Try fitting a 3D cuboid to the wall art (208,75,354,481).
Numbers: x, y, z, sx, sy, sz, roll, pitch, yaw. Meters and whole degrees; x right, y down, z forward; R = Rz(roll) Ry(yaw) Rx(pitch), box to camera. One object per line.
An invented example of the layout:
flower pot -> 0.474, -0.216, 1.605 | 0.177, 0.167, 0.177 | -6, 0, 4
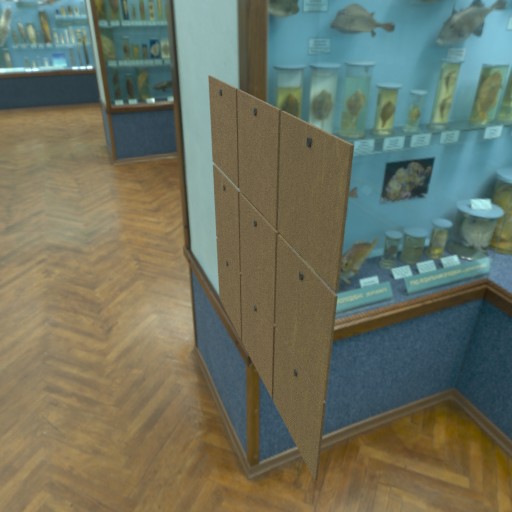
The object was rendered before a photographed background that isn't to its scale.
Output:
wall art -> 0.000, 0.000, 2.243 | 0.023, 1.522, 1.526 | -10, 31, -18
